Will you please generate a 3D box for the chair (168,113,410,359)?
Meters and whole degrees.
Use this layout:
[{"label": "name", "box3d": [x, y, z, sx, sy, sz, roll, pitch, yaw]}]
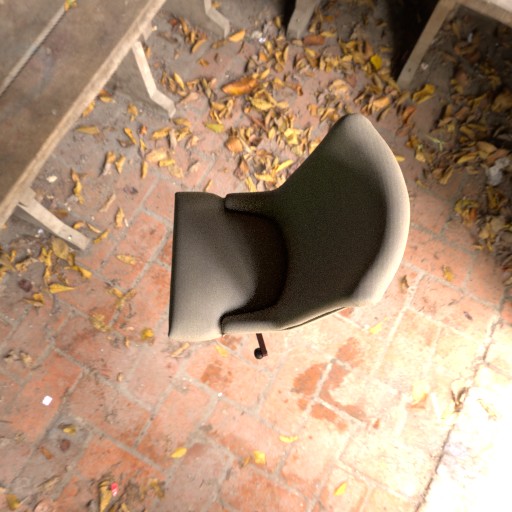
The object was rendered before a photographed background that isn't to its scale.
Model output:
[{"label": "chair", "box3d": [0.000, 0.000, 1.466, 0.696, 1.010, 0.645, 0, 76, 0]}]
